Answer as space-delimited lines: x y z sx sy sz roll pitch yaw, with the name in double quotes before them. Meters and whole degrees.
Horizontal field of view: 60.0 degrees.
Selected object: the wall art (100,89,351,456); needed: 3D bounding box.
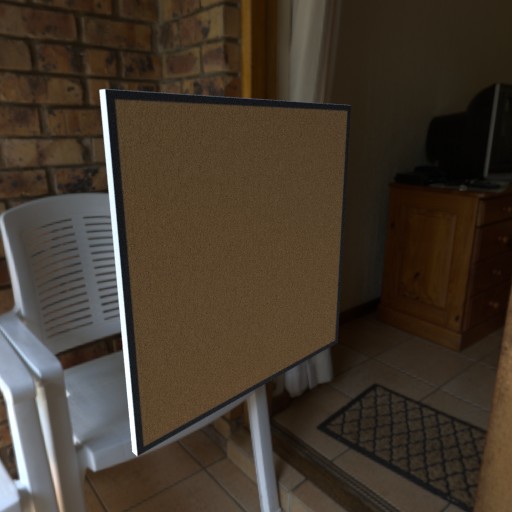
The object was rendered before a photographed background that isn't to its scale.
"wall art" 0.000 0.000 1.203 0.022 0.803 0.805 15 22 43
